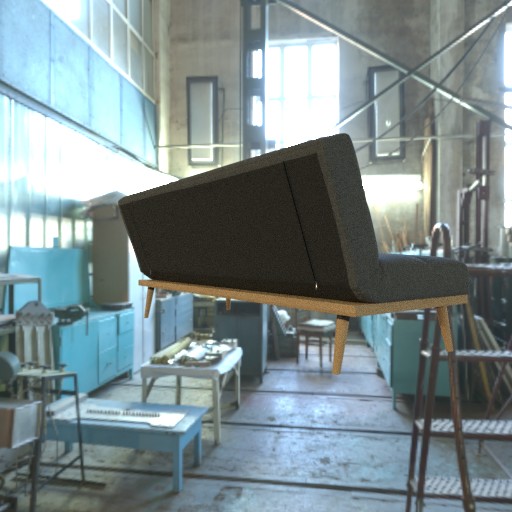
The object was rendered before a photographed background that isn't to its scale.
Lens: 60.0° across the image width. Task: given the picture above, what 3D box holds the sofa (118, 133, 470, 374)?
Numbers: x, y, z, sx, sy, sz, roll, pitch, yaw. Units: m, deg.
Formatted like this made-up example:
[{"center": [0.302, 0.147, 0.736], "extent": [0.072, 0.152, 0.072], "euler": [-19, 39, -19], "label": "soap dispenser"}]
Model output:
[{"center": [0.000, 0.000, 2.247], "extent": [0.820, 0.770, 1.820], "euler": [0, 0, -36], "label": "sofa"}]
